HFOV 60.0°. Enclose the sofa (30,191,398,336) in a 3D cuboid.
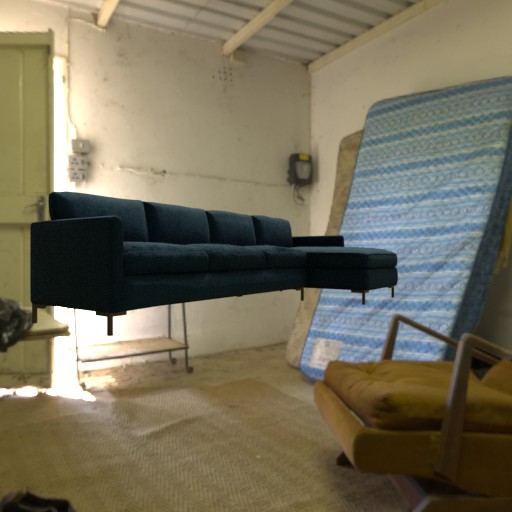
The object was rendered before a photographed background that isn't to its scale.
[{"bbox_3d":[0.000,0.000,3.477,1.350,0.810,2.932,0,0,35],"label":"sofa"}]
